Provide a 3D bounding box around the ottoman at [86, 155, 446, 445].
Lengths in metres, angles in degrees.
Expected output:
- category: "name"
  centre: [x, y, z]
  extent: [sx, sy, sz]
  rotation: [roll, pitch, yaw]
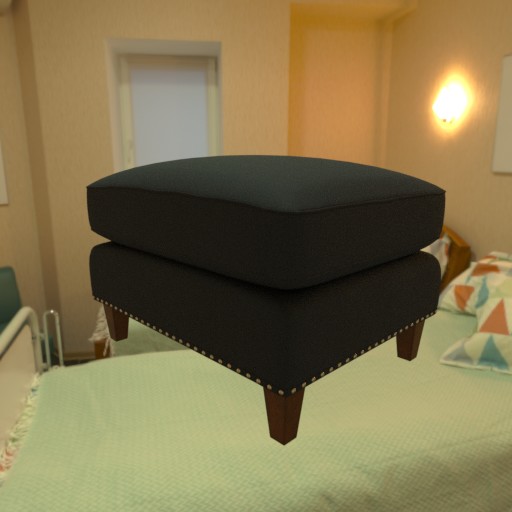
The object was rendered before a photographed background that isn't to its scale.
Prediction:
- category: "ottoman"
  centre: [0.000, 0.000, 1.153]
  extent: [0.584, 0.513, 0.741]
  rotation: [-13, 18, -43]
